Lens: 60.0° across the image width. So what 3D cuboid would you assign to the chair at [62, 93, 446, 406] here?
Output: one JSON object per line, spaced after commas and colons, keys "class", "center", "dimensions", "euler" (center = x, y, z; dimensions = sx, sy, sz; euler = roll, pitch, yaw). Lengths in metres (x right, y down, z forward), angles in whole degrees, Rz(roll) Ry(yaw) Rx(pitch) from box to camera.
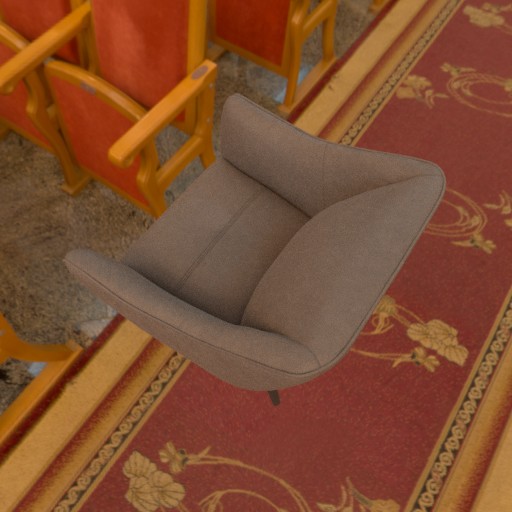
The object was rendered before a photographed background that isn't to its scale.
{"class": "chair", "center": [0.000, 0.000, 1.527], "dimensions": [0.852, 0.830, 0.871], "euler": [32, 67, 16]}
